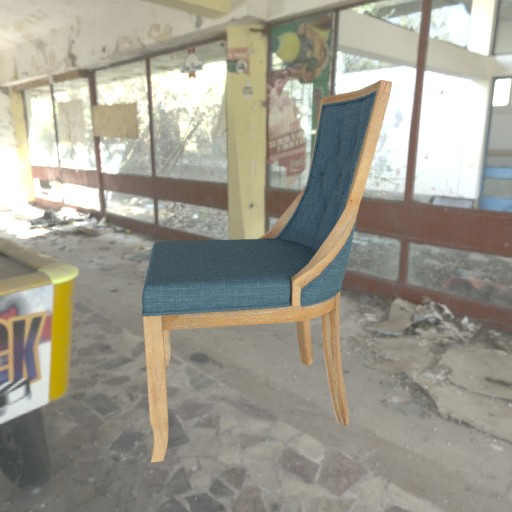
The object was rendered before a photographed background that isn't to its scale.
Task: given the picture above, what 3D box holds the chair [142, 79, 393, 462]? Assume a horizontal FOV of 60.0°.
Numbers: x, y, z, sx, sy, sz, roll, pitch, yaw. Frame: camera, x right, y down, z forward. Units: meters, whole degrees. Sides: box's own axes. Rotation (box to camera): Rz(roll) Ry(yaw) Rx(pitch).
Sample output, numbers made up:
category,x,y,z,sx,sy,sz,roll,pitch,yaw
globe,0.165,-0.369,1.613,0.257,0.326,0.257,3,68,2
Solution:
category,x,y,z,sx,sy,sz,roll,pitch,yaw
chair,0.000,0.000,1.329,0.641,0.947,0.524,-2,15,-10
